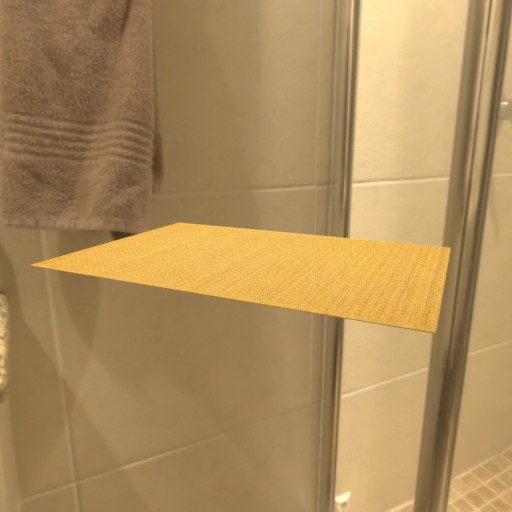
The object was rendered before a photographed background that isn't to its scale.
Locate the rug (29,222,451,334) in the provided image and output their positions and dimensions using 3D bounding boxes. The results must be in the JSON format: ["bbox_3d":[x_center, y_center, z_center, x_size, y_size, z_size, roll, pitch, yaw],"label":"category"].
[{"bbox_3d":[0.000,0.000,3.661,2.895,0.006,1.981,7,16,24],"label":"rug"}]
